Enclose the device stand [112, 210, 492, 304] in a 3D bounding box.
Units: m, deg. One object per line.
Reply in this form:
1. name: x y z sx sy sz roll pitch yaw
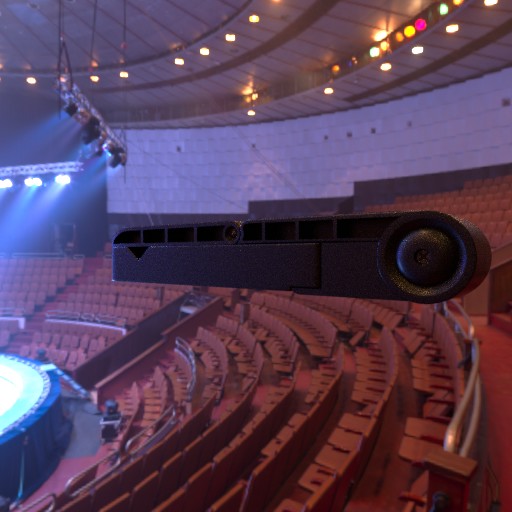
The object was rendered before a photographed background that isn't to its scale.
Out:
1. device stand: 0.000 0.000 0.192 0.179 0.030 0.026 0 0 37
